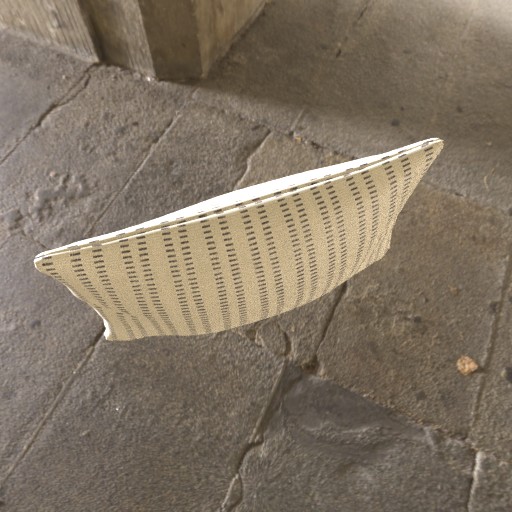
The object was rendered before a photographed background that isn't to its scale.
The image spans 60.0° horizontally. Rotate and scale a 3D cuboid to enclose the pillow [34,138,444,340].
[{"bbox_3d":[0.000,0.000,0.793,0.640,0.353,0.210,-18,64,-9],"label":"pillow"}]
